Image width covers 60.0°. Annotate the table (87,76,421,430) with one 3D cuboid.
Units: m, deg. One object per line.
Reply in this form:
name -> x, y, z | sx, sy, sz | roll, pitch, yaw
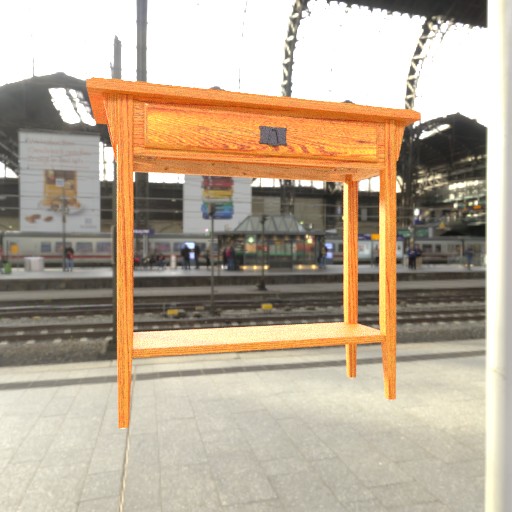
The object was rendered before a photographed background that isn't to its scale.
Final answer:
table -> 0.000, 0.000, 1.096 | 0.762, 0.711, 0.254 | 0, 0, -16
